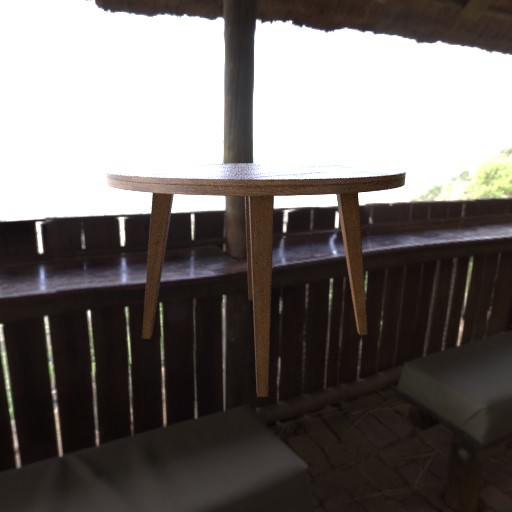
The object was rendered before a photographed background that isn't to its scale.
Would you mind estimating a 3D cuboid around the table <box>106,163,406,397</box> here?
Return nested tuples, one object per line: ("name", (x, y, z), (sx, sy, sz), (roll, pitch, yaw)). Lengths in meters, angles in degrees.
("table", (0.000, 0.000, 1.977), (1.213, 0.764, 1.213), (0, 14, 0))
